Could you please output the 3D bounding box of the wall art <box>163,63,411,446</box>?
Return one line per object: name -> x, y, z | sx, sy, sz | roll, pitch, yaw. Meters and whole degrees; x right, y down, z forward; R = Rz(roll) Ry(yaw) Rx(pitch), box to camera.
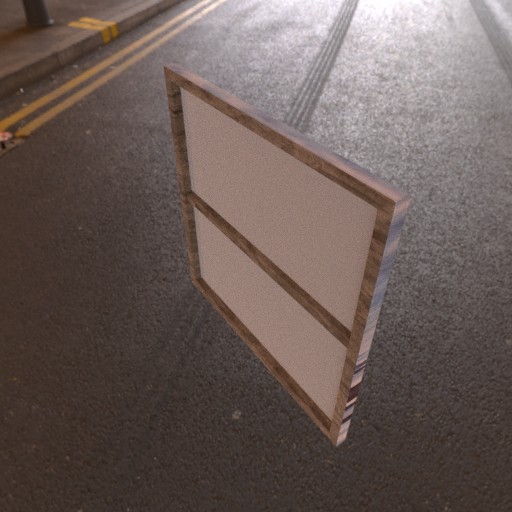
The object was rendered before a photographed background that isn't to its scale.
wall art -> 0.000, 0.000, 1.122 | 0.035, 0.747, 0.747 | -25, 47, -26
